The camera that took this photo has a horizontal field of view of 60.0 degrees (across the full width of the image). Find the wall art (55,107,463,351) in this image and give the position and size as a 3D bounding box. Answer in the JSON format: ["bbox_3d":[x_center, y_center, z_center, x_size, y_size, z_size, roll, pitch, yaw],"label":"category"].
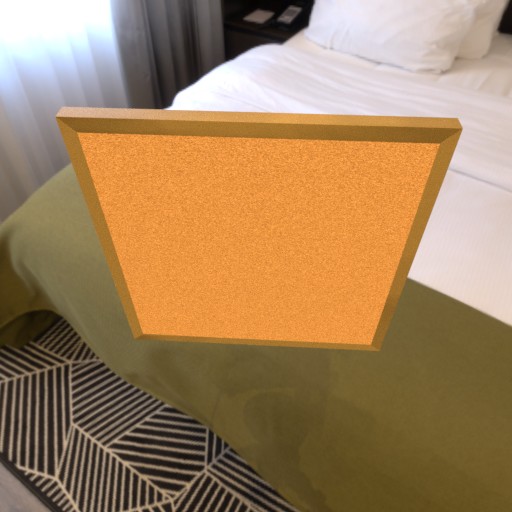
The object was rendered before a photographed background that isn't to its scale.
[{"bbox_3d":[0.000,0.000,1.116,0.762,0.762,0.038,2,46,2],"label":"wall art"}]
